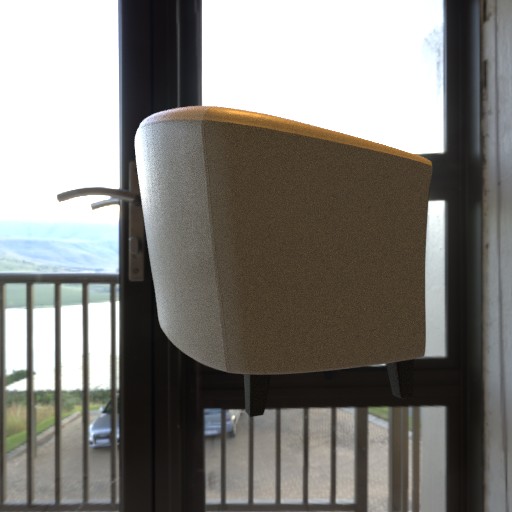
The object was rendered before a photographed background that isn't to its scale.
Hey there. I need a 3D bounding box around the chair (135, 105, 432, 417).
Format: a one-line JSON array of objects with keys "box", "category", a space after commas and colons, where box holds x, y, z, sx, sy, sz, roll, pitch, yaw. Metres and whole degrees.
[{"box": [0.000, 0.000, 1.387, 0.727, 0.756, 0.792, 0, 0, -18], "category": "chair"}]
